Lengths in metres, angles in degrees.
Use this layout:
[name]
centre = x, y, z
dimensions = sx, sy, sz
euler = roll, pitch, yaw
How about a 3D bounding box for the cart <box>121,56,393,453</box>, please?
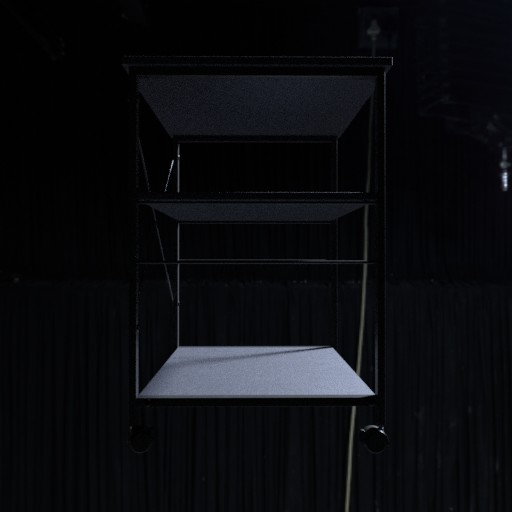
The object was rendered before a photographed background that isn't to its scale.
[cart]
centre = 0.000, 0.000, 1.108
dimensions = 0.520, 0.762, 0.521
euler = 0, 0, -1
